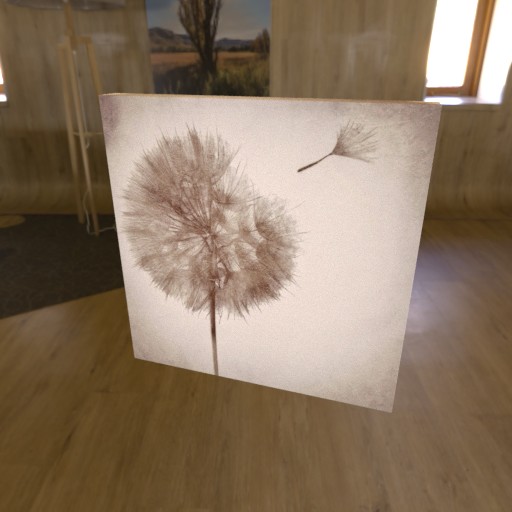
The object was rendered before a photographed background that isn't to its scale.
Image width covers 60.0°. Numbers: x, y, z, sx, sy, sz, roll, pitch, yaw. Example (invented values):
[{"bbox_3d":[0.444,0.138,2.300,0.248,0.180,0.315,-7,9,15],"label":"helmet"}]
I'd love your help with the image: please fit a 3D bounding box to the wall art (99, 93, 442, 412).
[{"bbox_3d":[0.000,0.000,0.450,0.303,0.303,0.028,7,25,16],"label":"wall art"}]
